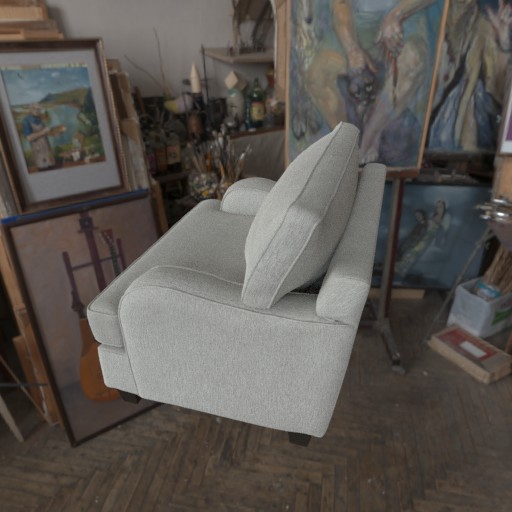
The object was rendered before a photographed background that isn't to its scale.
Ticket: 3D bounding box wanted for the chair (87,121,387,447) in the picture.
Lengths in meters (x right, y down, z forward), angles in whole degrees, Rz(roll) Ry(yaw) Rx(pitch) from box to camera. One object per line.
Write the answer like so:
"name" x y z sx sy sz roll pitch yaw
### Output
"chair" 0.000 0.000 2.038 1.041 1.016 1.220 8 30 15
